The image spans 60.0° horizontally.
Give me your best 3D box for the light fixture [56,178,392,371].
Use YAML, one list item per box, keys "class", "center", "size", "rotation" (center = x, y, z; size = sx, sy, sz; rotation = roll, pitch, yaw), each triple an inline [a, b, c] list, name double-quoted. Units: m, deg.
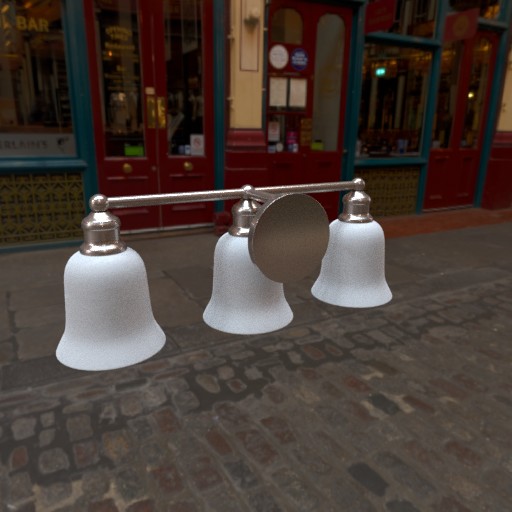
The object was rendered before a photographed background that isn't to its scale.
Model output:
- class: "light fixture"
  center: [0.000, 0.000, 0.664]
  size: [0.570, 0.211, 0.198]
  rotation: [-8, 18, -27]
